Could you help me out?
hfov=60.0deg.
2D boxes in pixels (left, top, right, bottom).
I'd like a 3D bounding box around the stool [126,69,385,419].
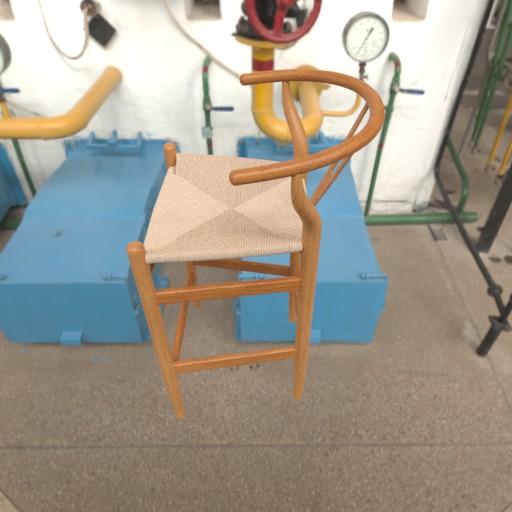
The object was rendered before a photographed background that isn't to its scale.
[{"bbox_3d":[0.000,0.000,1.331,0.579,0.970,0.569,0,41,0],"label":"stool"}]
